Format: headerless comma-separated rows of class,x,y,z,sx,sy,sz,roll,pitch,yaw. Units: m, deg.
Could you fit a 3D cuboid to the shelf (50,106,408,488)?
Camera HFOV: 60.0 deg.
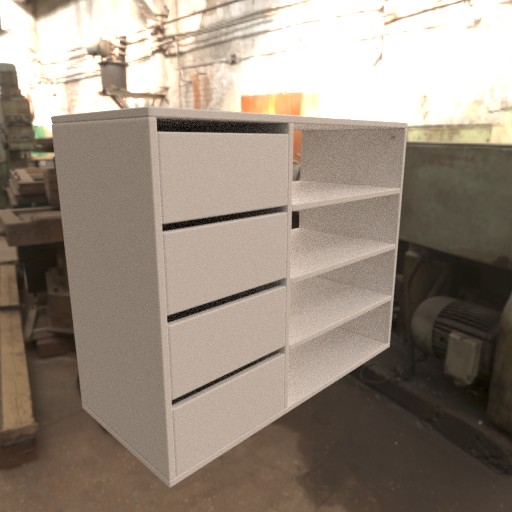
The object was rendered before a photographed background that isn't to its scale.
shelf,0.000,0.000,1.244,0.396,0.732,0.895,14,20,43
